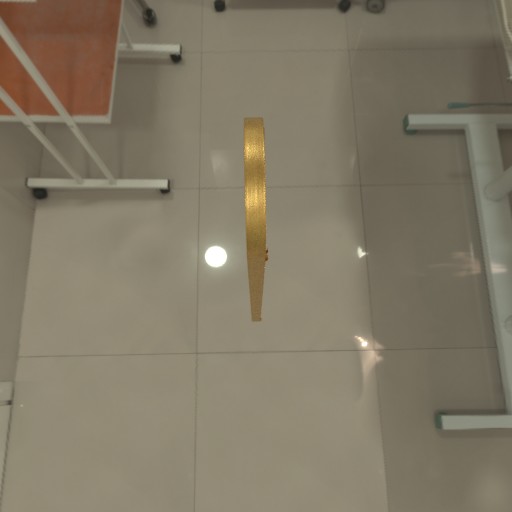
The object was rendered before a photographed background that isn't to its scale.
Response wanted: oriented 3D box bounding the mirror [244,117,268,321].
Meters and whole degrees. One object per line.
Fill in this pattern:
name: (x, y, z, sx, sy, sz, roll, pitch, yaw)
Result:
mirror: (0.000, 0.000, 1.073, 0.032, 0.991, 0.222, -1, 75, 0)
